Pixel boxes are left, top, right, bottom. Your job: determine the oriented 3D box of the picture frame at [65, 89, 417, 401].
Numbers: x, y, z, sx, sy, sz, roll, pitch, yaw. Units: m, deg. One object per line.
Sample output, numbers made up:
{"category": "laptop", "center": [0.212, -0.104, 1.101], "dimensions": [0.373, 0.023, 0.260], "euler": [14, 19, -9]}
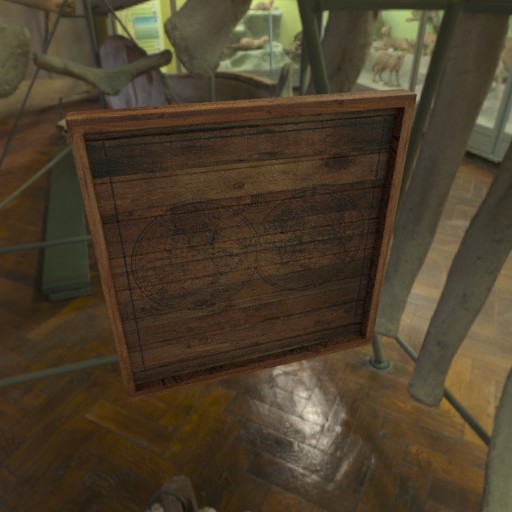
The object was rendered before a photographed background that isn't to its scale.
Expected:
{"category": "picture frame", "center": [0.000, 0.000, 0.529], "dimensions": [0.352, 0.356, 0.028], "euler": [-9, 33, -15]}
